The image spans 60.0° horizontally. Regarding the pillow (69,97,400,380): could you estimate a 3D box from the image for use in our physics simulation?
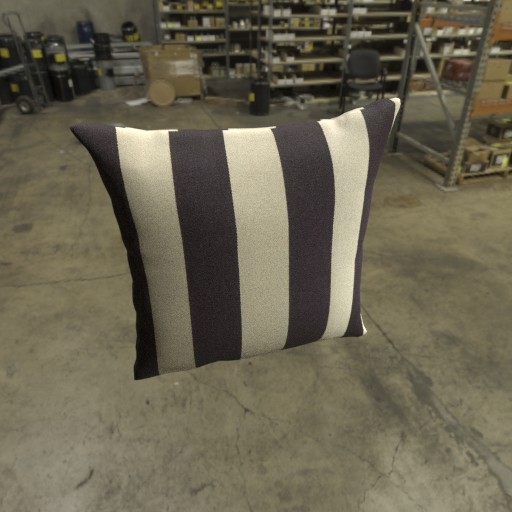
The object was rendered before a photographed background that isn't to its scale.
[{"bbox_3d":[0.000,0.000,0.814,0.536,0.526,0.189,-10,34,-15],"label":"pillow"}]
